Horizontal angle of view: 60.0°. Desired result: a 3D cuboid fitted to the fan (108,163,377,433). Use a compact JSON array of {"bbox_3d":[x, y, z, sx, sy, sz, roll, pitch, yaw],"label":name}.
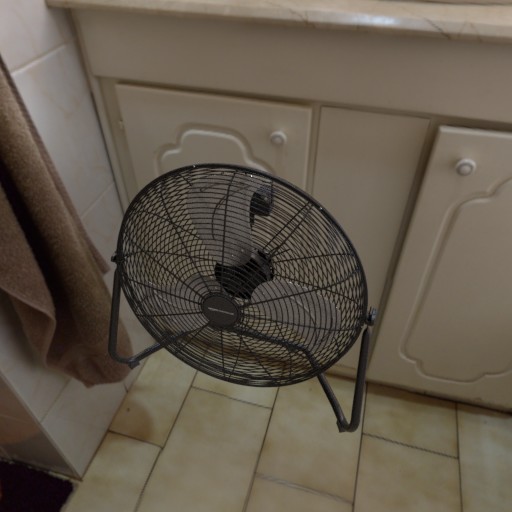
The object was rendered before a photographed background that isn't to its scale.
[{"bbox_3d":[0.000,0.000,0.939,0.555,0.546,0.424,12,44,13],"label":"fan"}]
